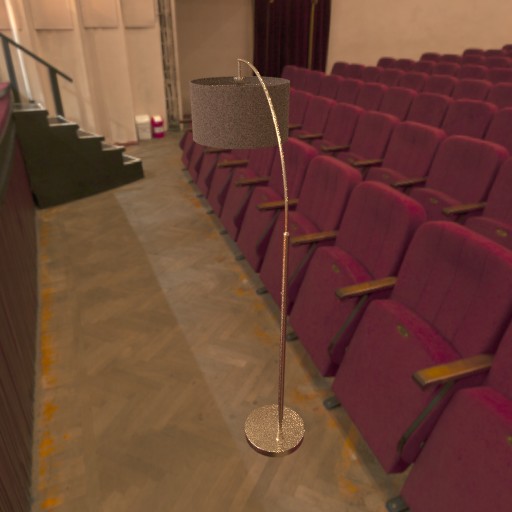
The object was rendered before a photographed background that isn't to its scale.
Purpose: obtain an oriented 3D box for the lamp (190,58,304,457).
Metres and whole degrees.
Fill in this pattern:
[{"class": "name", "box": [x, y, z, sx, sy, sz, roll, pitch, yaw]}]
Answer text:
[{"class": "lamp", "box": [0.000, 0.000, 2.156, 0.452, 1.735, 0.934, -8, 28, -16]}]
